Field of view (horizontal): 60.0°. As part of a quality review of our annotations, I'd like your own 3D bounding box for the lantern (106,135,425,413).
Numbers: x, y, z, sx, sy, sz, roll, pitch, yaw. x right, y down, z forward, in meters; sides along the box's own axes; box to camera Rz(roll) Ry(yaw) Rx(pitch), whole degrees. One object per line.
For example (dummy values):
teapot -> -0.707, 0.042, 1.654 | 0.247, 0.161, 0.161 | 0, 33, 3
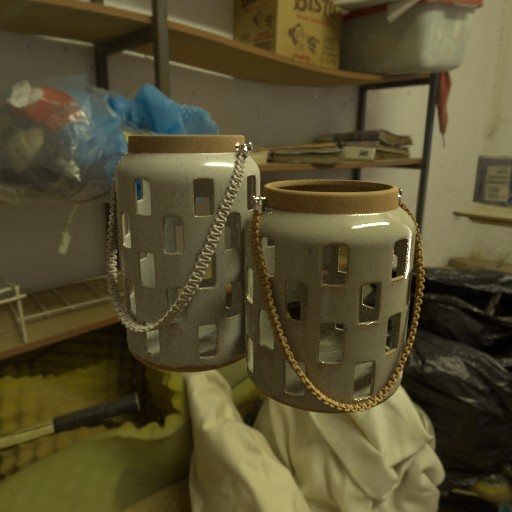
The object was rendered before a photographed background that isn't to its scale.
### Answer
lantern -> 0.000, 0.000, 0.484 | 0.347, 0.255, 0.184 | 7, 16, 26
